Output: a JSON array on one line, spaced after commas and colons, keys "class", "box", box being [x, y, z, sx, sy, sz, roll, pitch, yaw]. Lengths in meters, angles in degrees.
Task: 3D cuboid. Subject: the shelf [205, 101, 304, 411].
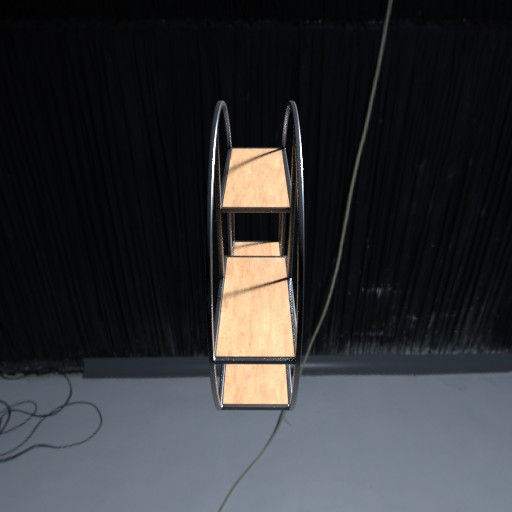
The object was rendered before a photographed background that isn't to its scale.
[{"class": "shelf", "box": [0.000, 0.000, 1.345, 0.202, 0.888, 0.888, 0, 31, 0]}]
